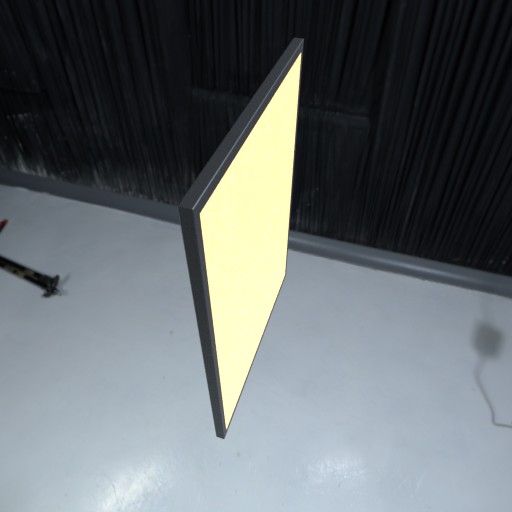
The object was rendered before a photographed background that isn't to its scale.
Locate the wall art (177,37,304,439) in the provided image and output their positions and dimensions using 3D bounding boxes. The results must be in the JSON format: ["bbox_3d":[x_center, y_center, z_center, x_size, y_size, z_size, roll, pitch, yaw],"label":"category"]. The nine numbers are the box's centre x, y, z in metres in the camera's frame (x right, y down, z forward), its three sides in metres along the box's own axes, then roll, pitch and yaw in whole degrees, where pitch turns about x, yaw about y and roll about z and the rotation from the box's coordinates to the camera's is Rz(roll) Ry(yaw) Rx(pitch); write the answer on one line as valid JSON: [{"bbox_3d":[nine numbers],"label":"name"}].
[{"bbox_3d":[0.000,0.000,1.384,0.030,1.027,0.774,14,48,12],"label":"wall art"}]
